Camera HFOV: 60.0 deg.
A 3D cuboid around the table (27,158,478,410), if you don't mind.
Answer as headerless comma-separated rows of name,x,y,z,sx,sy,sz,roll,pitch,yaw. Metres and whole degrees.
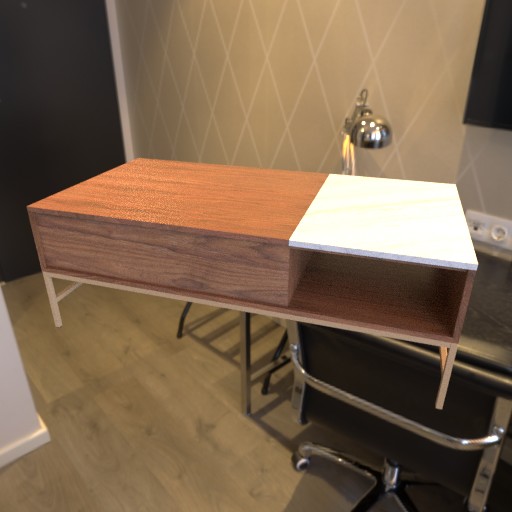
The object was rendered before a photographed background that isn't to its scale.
table,0.000,0.000,1.908,1.553,0.551,0.789,8,27,16
